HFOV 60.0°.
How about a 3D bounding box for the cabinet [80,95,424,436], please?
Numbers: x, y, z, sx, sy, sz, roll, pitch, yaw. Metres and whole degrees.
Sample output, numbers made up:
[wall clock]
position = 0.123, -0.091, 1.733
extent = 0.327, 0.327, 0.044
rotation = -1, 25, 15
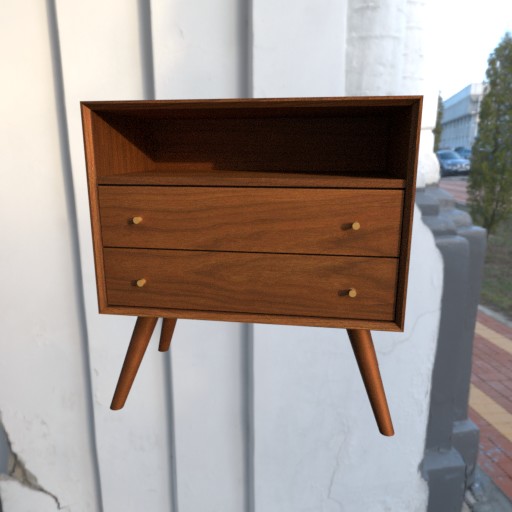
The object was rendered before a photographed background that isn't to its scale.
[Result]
[cabinet]
position = 0.000, 0.000, 1.168
extent = 0.712, 0.748, 0.388
rotation = 2, 14, 9
